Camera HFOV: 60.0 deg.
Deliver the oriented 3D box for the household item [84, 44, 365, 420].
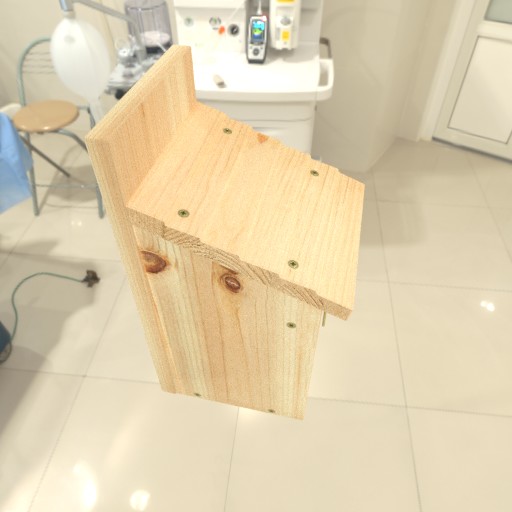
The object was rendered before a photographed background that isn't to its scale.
[{"bbox_3d":[0.000,0.000,0.398,0.171,0.300,0.149,9,46,9],"label":"household item"}]
